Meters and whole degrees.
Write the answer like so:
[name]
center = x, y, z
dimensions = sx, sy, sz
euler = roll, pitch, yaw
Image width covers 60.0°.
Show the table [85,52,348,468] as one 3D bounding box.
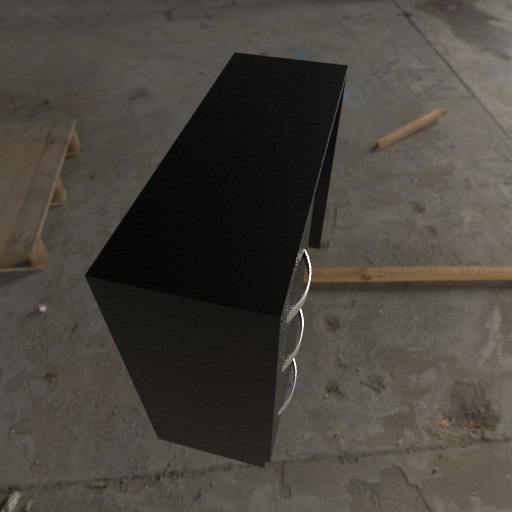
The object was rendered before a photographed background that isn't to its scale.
[table]
center = 0.000, 0.000, 1.341
dimensions = 0.380, 0.790, 0.930
euler = 11, 49, 10
